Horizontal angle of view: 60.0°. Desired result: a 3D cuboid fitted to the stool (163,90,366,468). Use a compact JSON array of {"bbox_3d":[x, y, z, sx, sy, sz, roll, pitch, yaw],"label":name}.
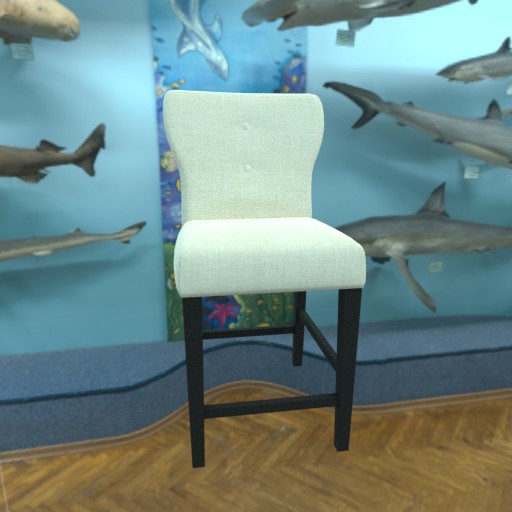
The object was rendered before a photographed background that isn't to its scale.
[{"bbox_3d":[0.000,0.000,1.314,0.514,0.972,0.603,-2,15,-9],"label":"stool"}]
